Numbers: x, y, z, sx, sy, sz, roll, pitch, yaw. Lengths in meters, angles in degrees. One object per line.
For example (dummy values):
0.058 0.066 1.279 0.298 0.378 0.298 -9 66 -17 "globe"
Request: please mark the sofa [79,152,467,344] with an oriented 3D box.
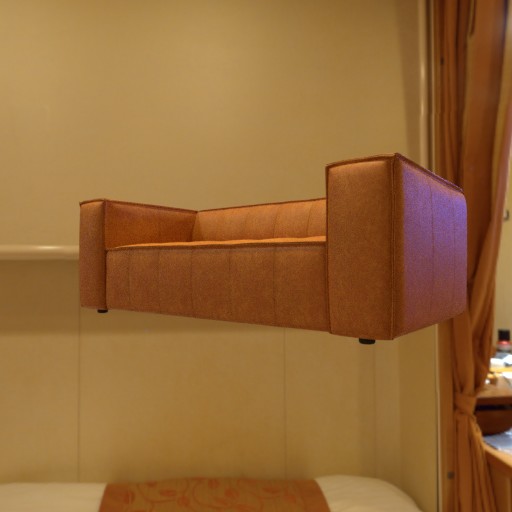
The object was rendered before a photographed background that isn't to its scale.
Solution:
0.000 0.000 2.572 2.088 0.703 1.102 -1 -1 38 "sofa"
